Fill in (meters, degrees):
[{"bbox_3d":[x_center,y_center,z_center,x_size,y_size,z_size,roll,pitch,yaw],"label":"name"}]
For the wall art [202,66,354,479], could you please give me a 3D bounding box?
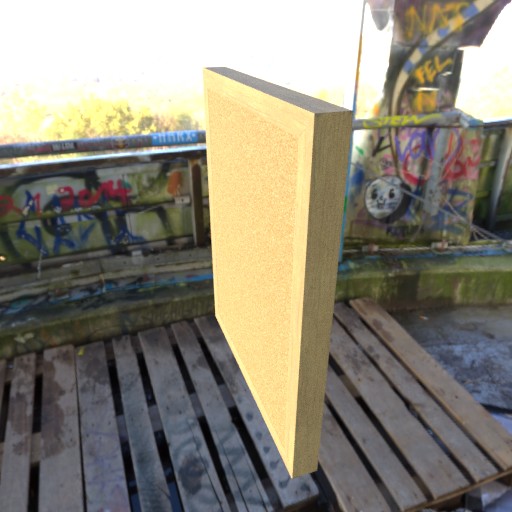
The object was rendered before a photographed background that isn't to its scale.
[{"bbox_3d":[0.000,0.000,0.518,0.030,0.380,0.312,-10,30,-17],"label":"wall art"}]
